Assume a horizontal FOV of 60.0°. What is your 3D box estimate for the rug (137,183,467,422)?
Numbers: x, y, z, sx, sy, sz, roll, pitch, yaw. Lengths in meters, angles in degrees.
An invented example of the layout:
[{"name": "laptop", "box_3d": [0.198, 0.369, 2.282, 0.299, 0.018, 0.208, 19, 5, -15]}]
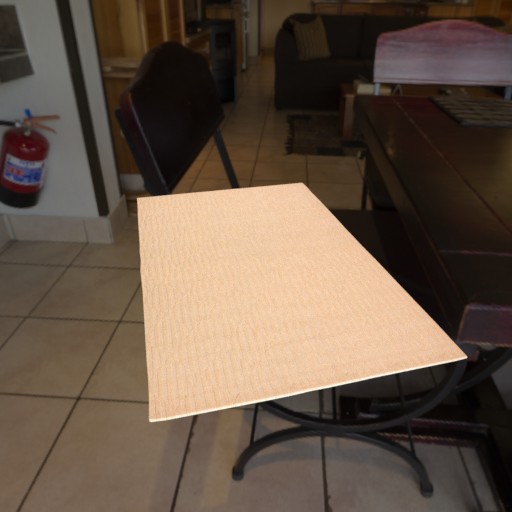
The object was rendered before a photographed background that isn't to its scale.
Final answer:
[{"name": "rug", "box_3d": [0.000, 0.000, 3.010, 1.531, 0.014, 2.441, -7, 31, -12]}]
